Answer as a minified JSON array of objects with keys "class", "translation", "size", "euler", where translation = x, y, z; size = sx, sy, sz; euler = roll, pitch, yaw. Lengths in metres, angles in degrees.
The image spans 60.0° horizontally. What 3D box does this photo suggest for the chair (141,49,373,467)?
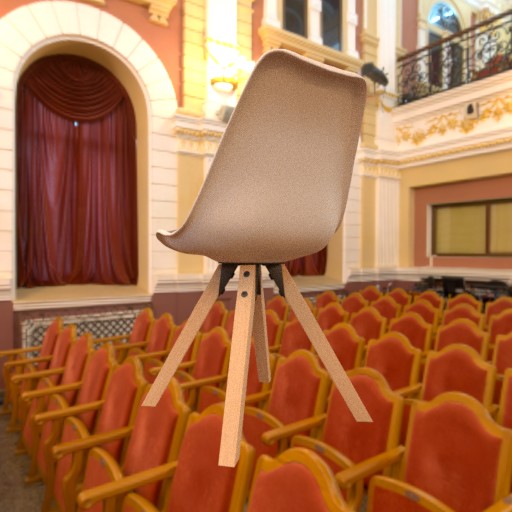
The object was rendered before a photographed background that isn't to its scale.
[{"class":"chair","translation":[0.000,0.000,1.179],"size":[0.485,0.850,0.550],"euler":[0,0,-35]}]
